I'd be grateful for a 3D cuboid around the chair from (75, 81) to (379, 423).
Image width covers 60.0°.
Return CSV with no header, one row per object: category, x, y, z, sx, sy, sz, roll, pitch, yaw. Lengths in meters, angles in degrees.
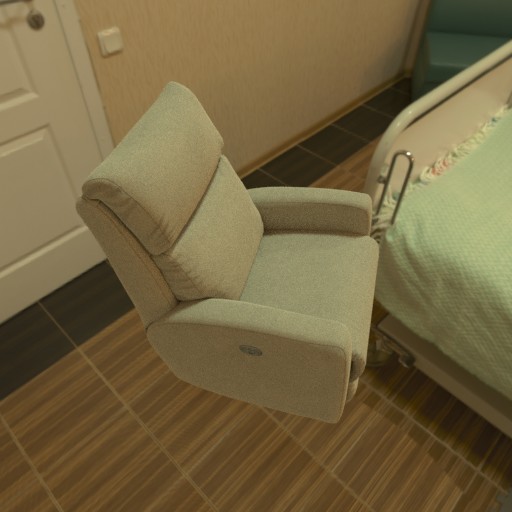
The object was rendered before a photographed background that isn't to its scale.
chair,0.000,0.000,1.677,0.940,1.021,0.794,11,48,10
